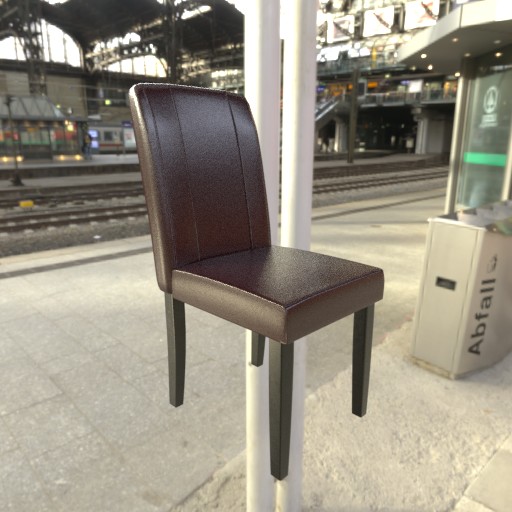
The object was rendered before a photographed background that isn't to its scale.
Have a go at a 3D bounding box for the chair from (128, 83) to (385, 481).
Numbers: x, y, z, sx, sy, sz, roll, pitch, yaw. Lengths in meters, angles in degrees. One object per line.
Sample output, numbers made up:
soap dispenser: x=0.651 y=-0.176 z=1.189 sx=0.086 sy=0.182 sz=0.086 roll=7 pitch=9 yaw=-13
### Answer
chair: x=0.000 y=0.000 z=1.193 sx=0.556 sy=0.897 sz=0.399 roll=14 pitch=20 yaw=43
